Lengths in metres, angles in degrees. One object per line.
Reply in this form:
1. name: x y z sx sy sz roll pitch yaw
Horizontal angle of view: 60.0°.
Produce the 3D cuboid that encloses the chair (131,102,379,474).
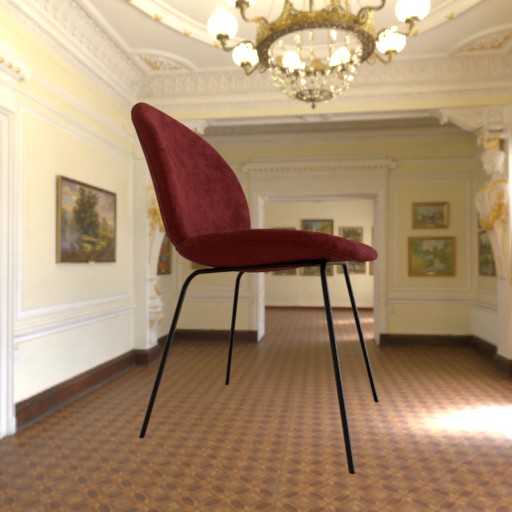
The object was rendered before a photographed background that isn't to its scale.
1. chair: 0.000 0.000 1.107 0.587 0.791 0.458 0 -1 21
